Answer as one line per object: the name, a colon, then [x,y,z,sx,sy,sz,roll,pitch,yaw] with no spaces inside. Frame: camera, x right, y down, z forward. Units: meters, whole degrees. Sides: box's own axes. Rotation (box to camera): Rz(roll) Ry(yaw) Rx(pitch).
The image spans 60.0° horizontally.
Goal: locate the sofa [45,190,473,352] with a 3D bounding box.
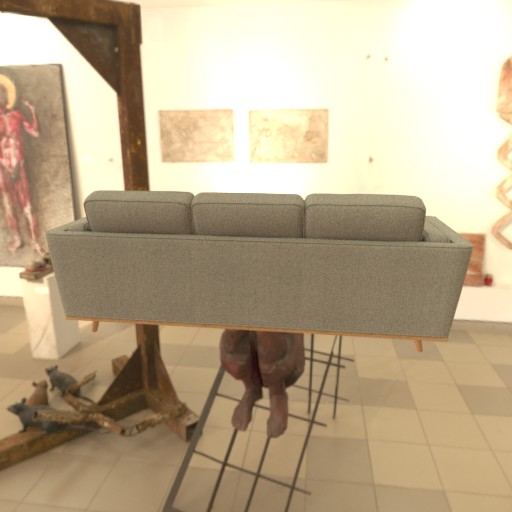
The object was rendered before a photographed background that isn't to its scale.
sofa: [0.000,0.000,2.848,2.362,0.899,0.903,2,16,7]
